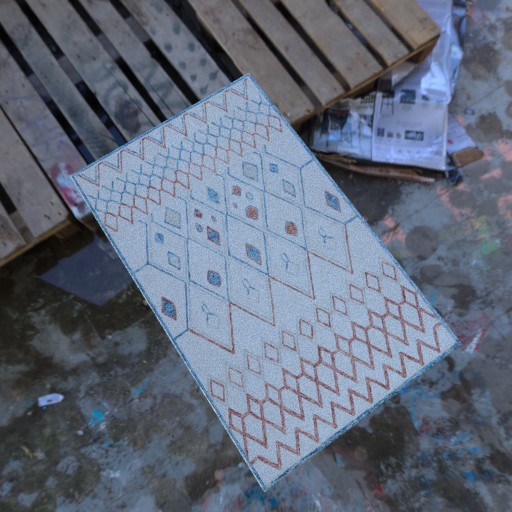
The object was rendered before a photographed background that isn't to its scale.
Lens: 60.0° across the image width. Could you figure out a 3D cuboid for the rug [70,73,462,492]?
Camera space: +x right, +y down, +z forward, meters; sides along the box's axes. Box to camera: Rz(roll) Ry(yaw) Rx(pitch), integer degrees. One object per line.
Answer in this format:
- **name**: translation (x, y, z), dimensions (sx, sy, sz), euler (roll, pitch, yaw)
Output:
- **rug**: translation (0.000, 0.000, 2.977), dimensions (1.524, 0.015, 2.438), euler (-33, 77, -8)
